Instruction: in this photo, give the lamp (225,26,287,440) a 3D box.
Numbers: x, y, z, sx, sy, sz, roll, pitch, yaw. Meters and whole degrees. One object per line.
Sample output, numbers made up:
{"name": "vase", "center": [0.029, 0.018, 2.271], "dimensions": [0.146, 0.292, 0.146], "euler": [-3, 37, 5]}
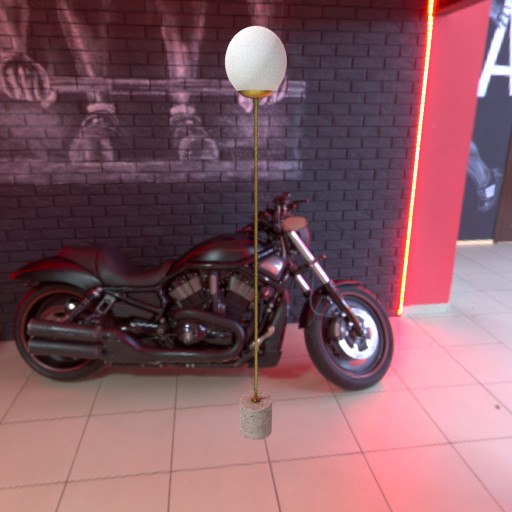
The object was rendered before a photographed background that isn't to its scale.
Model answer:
{"name": "lamp", "center": [0.000, 0.000, 1.873], "dimensions": [0.229, 1.748, 0.229], "euler": [8, 19, 24]}
